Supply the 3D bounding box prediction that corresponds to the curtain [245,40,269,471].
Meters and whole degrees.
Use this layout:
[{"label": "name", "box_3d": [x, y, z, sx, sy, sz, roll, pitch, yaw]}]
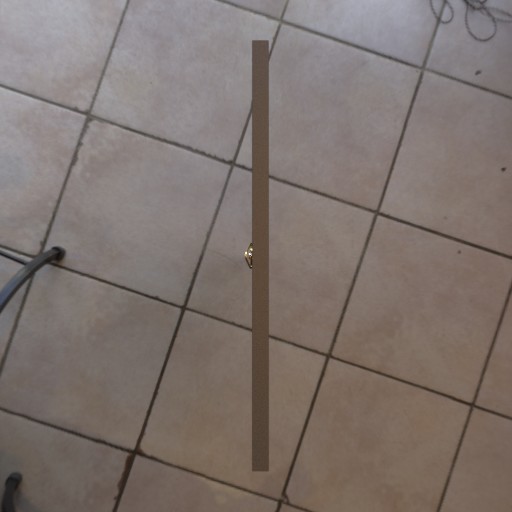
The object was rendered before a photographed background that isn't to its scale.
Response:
[{"label": "curtain", "box_3d": [0.000, 0.000, 0.789, 0.027, 0.585, 0.483, 0, 90, 0]}]
